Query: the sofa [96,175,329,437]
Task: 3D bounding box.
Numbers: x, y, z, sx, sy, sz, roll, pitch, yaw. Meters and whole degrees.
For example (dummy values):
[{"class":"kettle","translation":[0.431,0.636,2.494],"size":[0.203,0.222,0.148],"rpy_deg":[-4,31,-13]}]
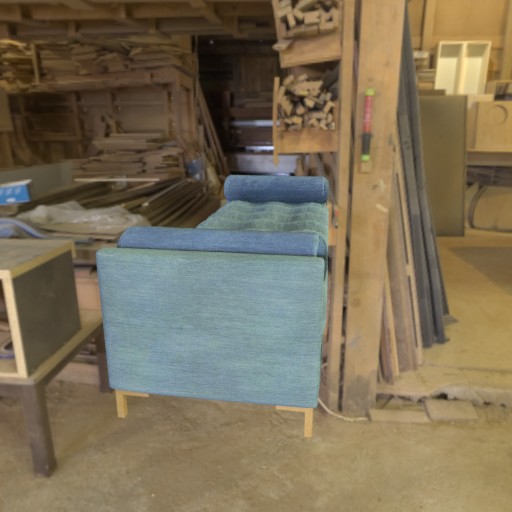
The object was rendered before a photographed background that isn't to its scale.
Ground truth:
[{"class":"sofa","translation":[0.000,0.000,2.498],"size":[0.796,0.705,2.102],"rpy_deg":[3,17,9]}]
